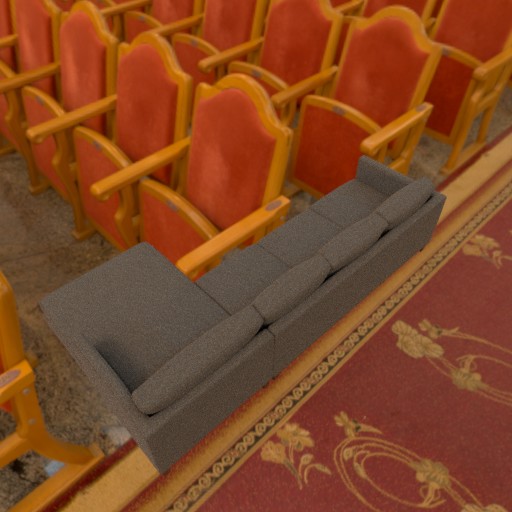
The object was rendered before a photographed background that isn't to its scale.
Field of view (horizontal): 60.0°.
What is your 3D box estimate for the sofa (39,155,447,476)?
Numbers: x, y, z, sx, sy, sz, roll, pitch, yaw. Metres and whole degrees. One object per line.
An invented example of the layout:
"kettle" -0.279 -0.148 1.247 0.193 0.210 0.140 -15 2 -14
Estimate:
"sofa" 0.000 0.000 3.785 3.186 0.846 1.625 -34 55 -28
